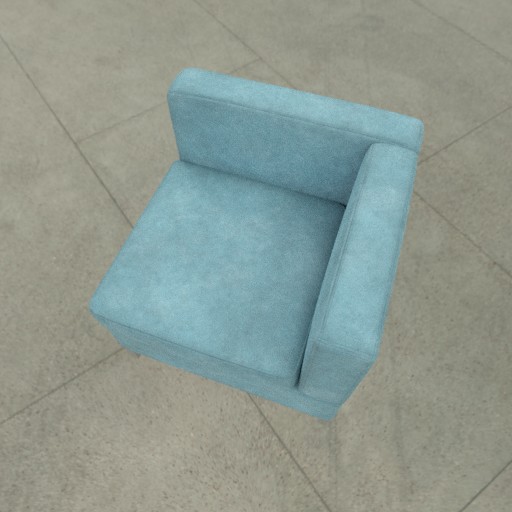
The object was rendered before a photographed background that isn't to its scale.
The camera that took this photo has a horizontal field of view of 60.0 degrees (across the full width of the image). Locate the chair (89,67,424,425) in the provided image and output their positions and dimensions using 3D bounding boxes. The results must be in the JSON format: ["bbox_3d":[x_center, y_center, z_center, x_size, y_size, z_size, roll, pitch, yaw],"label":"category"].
[{"bbox_3d":[0.000,0.000,1.258,0.691,0.660,0.684,16,60,10],"label":"chair"}]
